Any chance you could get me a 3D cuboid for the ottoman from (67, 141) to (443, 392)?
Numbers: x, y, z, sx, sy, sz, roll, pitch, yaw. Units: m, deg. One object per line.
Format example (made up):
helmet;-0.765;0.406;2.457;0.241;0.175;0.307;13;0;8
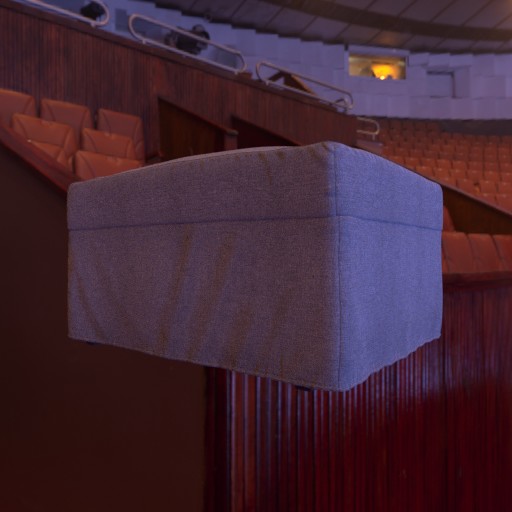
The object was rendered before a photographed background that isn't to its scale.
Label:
ottoman;0.000;0.000;1.221;0.833;0.492;0.652;0;1;37
